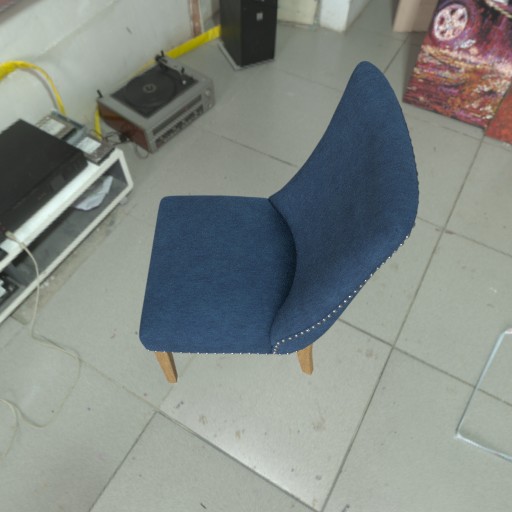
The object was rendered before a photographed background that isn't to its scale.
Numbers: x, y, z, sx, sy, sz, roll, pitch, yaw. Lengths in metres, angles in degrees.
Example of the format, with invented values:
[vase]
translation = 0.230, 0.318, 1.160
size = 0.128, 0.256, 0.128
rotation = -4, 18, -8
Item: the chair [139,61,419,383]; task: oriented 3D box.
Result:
[chair]
translation = 0.000, 0.000, 1.230
size = 0.610, 0.902, 0.495
rotation = 0, 58, 0
